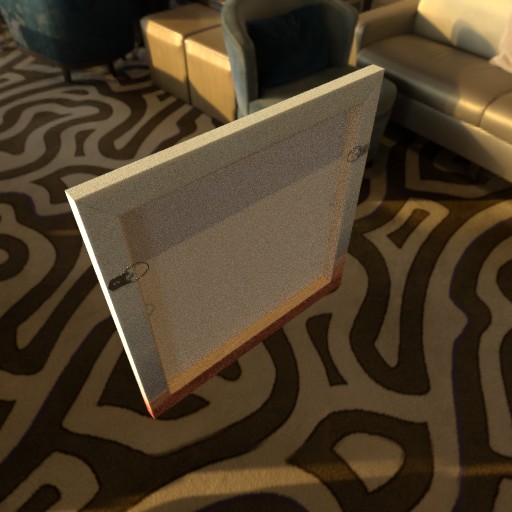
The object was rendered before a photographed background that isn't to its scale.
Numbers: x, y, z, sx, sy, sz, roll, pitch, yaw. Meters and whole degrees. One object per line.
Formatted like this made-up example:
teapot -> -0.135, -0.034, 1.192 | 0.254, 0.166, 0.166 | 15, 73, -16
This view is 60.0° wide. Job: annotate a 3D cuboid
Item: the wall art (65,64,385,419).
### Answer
wall art -> 0.000, 0.000, 0.901 | 0.605, 0.605, 0.034 | -31, 53, -27
